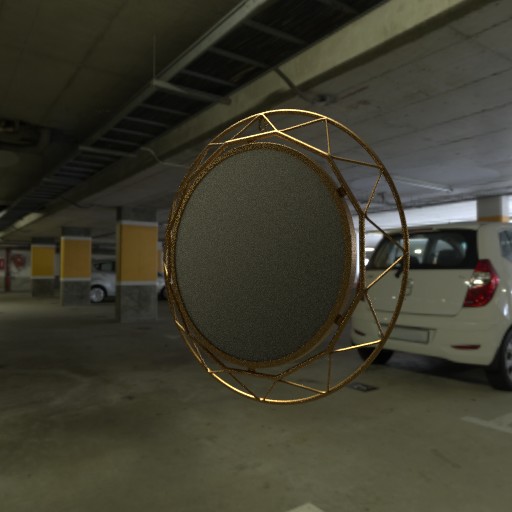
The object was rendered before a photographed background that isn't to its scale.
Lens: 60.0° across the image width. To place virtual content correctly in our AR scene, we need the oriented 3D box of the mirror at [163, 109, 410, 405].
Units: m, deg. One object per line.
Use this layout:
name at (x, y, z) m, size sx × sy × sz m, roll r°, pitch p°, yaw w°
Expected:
mirror at (0.000, 0.000, 0.679) m, size 0.454 × 0.454 × 0.043 m, roll -1°, pitch -2°, yaw 36°
